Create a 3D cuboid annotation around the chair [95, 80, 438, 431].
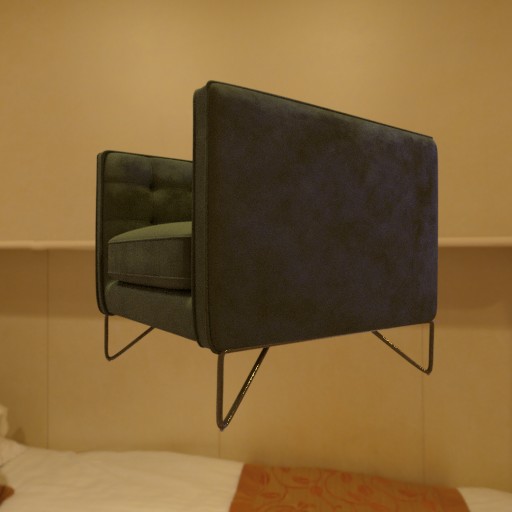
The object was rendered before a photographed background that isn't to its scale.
[{"bbox_3d":[0.000,0.000,1.556,0.894,0.790,0.880,0,0,-35],"label":"chair"}]
